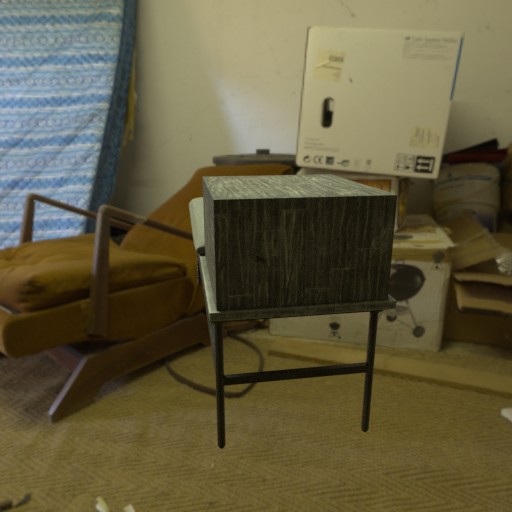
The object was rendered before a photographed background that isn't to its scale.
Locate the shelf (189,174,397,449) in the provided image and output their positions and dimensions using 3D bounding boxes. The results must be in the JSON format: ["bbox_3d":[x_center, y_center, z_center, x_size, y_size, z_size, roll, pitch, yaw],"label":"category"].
[{"bbox_3d":[0.000,0.000,1.636,0.457,0.633,1.342,-3,16,-9],"label":"shelf"}]
